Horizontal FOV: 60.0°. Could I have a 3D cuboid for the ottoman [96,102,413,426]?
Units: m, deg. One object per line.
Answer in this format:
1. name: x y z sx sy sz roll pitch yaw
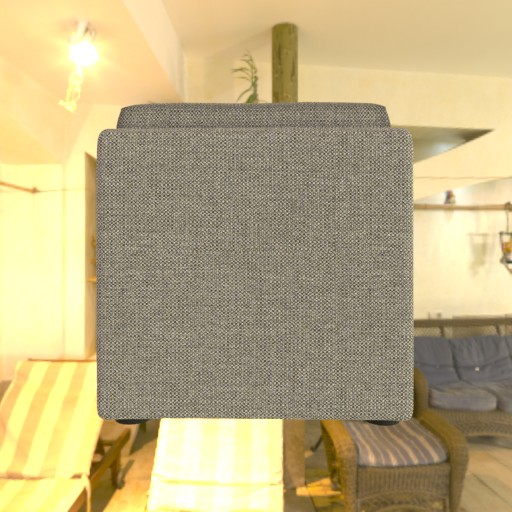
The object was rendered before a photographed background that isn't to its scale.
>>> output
1. ottoman: 0.000 0.000 0.841 0.454 0.487 0.436 0 0 1
